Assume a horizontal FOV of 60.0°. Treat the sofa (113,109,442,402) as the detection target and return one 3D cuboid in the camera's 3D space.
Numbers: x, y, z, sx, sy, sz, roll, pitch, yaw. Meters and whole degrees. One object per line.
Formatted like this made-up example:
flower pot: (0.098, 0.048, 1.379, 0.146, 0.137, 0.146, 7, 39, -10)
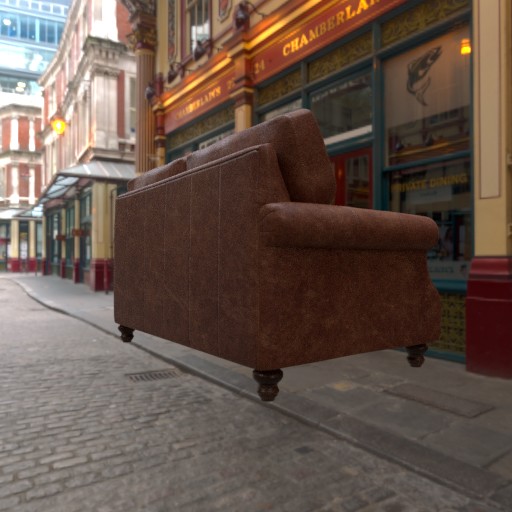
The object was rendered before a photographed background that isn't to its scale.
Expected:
sofa: (0.000, 0.000, 2.235, 0.990, 0.967, 1.616, 1, -1, -36)
